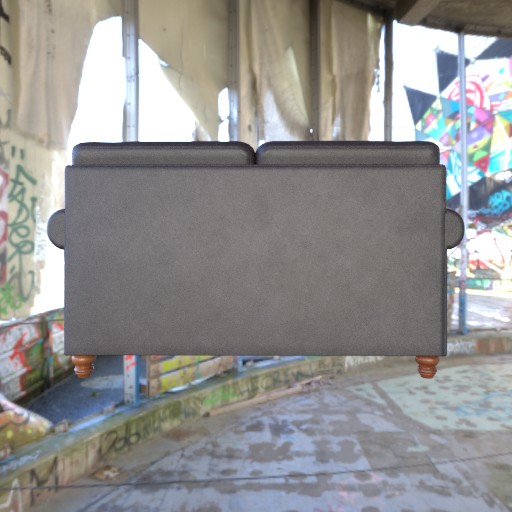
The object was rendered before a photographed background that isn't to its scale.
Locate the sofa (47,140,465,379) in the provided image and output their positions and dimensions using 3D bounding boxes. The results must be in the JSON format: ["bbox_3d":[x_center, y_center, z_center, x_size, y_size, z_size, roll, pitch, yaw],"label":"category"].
[{"bbox_3d":[0.000,0.000,2.249,1.663,0.979,1.030,0,0,1],"label":"sofa"}]
